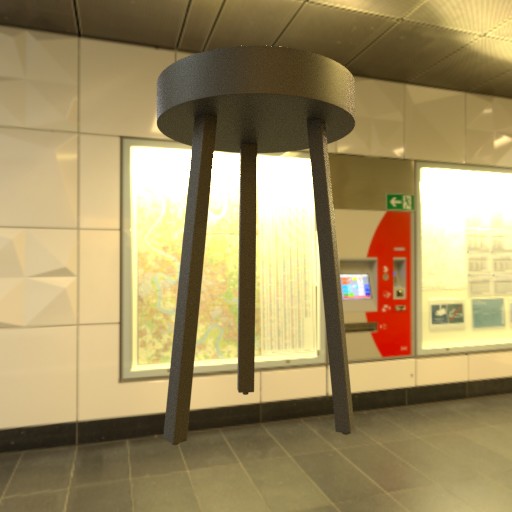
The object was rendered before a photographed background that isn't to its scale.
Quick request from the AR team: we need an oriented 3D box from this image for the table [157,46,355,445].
[{"bbox_3d":[0.000,0.000,0.927,0.406,0.686,0.406,0,-1,-37],"label":"table"}]
